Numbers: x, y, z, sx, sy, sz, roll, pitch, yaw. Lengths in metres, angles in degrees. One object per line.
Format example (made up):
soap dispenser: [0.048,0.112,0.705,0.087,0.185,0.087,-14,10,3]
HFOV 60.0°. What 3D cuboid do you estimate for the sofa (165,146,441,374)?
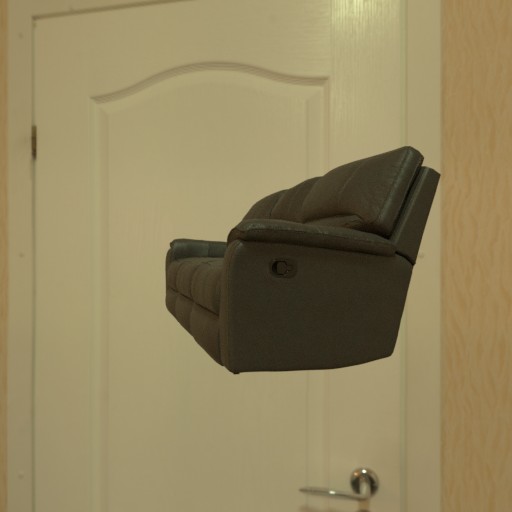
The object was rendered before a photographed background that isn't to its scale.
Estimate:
sofa: [0.000,0.000,3.170,1.104,1.134,2.627,0,0,-17]
